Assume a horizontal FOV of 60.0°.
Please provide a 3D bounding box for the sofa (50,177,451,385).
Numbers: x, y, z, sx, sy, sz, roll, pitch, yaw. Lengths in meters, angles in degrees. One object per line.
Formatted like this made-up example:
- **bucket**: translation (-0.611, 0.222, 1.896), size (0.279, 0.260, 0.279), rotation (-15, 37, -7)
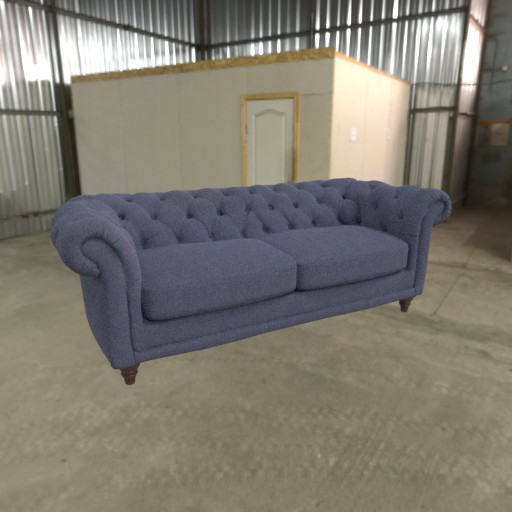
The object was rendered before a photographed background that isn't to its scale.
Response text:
- **sofa**: translation (0.000, 0.000, 2.805), size (2.335, 0.836, 1.046), rotation (-9, 18, -27)
